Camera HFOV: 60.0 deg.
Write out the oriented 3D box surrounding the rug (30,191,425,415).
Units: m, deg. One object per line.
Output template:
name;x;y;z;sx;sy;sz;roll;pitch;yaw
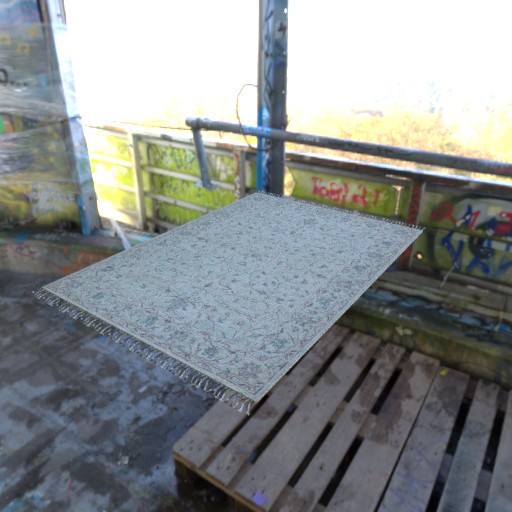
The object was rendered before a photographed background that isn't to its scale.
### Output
rug;0.000;0.000;2.327;1.247;0.008;1.802;18;32;32
